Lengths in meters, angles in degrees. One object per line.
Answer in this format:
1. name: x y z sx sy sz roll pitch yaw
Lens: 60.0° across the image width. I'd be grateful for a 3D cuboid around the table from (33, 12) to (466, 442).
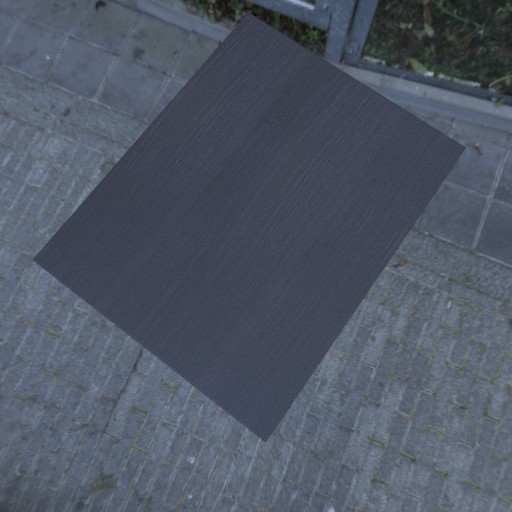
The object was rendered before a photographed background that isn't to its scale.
1. table: 0.000 0.000 0.913 0.381 0.635 0.480 35 79 8
